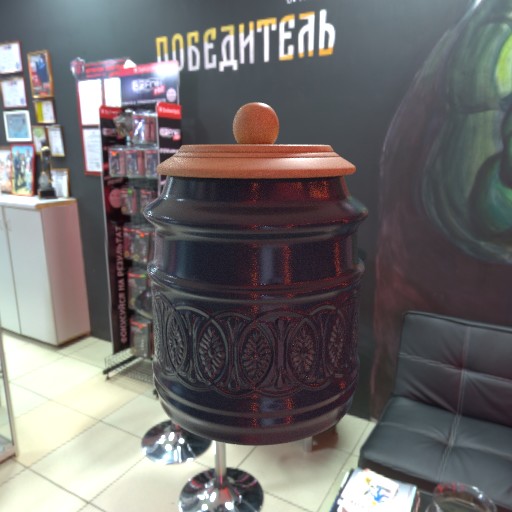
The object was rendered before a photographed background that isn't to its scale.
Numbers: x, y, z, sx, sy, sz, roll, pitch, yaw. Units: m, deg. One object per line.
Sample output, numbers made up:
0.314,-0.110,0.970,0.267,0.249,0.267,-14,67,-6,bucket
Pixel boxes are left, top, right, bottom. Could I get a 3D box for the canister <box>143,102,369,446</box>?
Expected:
0.000,0.000,0.269,0.130,0.176,0.130,0,14,0,canister
